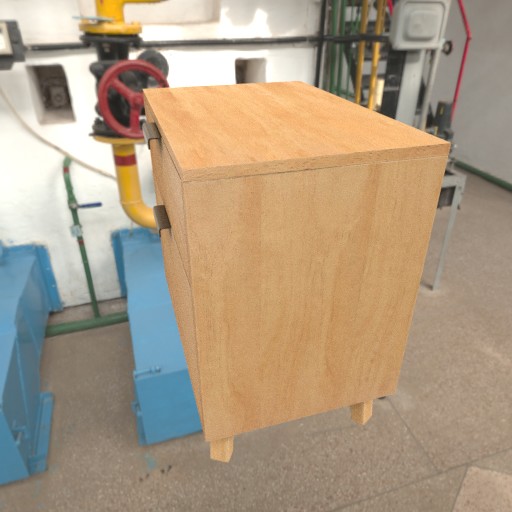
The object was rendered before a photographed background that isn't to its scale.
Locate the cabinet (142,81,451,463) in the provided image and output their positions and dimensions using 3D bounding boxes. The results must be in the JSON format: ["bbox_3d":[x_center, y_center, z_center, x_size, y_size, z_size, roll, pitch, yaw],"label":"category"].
[{"bbox_3d":[0.000,0.000,0.938,0.394,0.599,0.551,-9,31,-15],"label":"cabinet"}]
